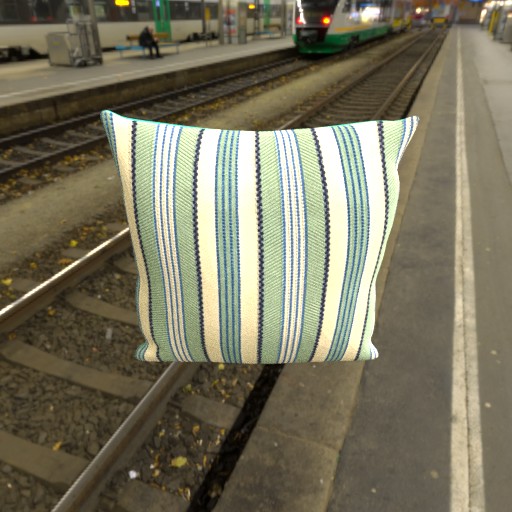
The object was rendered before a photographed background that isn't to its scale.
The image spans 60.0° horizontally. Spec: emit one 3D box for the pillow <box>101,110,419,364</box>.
[{"bbox_3d":[0.000,0.000,0.696,0.440,0.441,0.182,0,29,0],"label":"pillow"}]
